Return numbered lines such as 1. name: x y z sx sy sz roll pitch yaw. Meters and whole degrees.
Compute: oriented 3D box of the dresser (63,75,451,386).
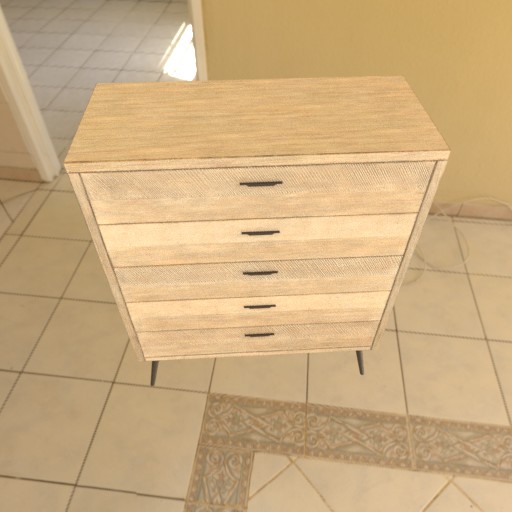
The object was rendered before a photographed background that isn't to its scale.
1. dresser: 0.000 0.000 1.749 1.016 1.219 0.457 -2 47 -2
